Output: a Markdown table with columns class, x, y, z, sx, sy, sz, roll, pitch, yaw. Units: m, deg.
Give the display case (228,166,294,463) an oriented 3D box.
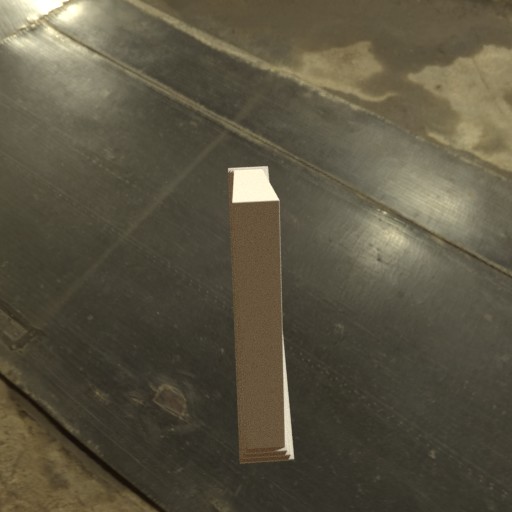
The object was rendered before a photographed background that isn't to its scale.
| class | x | y | z | sx | sy | sz | roll | pitch | yaw |
| --- | --- | --- | --- | --- | --- | --- | --- | --- | --- |
| display case | 0.000 | 0.000 | 0.770 | 0.095 | 0.340 | 0.640 | -3 | 63 | -2 |
